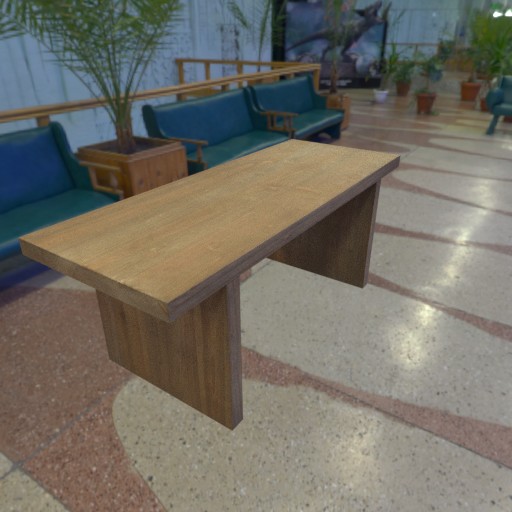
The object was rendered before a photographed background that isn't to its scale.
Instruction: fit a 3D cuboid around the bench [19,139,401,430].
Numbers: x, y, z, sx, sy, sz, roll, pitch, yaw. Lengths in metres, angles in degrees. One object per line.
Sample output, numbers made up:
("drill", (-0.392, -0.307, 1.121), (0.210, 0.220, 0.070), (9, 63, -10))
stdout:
("bench", (0.000, 0.000, 1.400), (0.458, 0.458, 1.183), (18, 32, 30))
